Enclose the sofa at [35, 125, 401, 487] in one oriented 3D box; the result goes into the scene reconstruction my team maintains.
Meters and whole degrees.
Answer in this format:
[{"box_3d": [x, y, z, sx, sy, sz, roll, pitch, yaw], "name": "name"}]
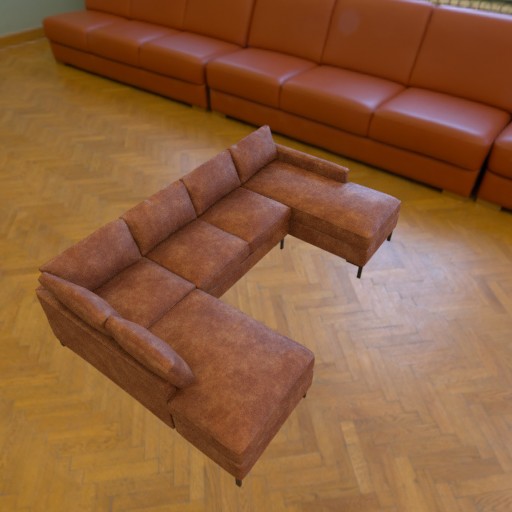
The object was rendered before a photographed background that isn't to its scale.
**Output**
[{"box_3d": [0.000, 0.000, 3.820, 1.939, 0.900, 2.956, 26, 48, 26], "name": "sofa"}]
